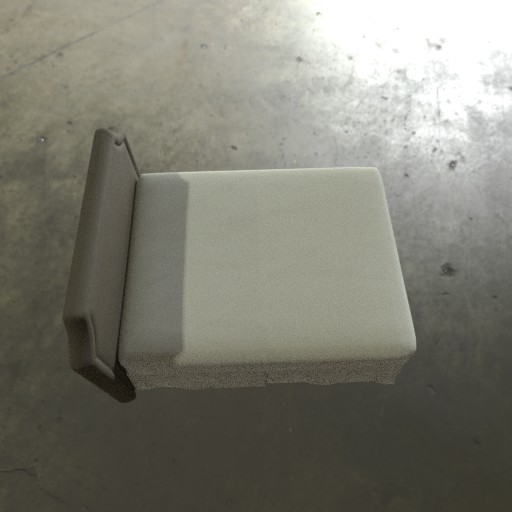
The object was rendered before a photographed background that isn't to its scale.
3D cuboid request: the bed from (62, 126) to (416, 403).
[{"bbox_3d":[0.000,0.000,3.296,2.181,1.297,1.831,-2,62,-1],"label":"bed"}]
